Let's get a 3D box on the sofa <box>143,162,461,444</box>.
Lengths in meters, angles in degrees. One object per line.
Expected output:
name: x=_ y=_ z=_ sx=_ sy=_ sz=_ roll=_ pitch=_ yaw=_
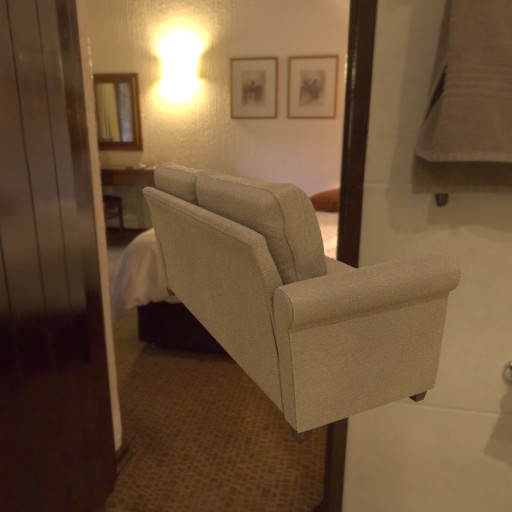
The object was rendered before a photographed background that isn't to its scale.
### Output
sofa: x=0.000 y=0.000 z=2.407 sx=0.842 sy=0.942 sz=1.935 roll=-7 pitch=17 yaw=-25
